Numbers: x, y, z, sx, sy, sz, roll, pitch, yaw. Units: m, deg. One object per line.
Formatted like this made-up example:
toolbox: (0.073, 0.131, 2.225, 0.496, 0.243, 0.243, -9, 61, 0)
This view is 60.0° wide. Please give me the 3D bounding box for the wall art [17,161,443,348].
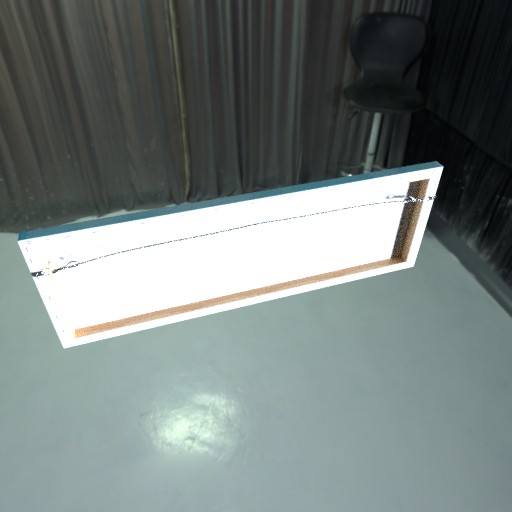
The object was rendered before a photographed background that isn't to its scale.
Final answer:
wall art: (0.000, 0.000, 0.840, 0.759, 0.254, 0.044, -12, 41, -14)
